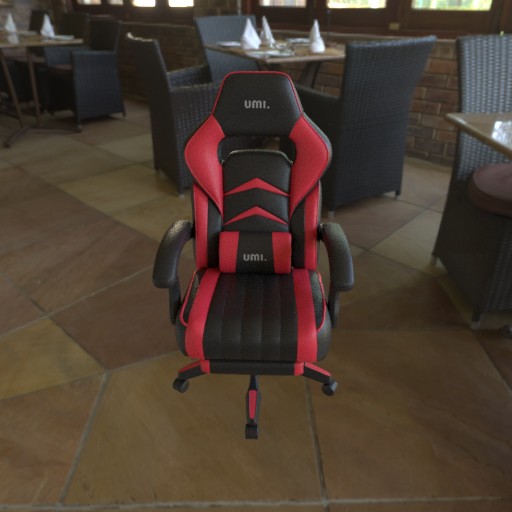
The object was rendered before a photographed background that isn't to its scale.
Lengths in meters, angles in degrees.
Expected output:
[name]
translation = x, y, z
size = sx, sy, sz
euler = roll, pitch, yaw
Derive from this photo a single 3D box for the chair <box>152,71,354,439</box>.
[chair]
translation = 0.000, 0.000, 1.666
size = 0.700, 1.220, 0.700
euler = 1, 30, 2
